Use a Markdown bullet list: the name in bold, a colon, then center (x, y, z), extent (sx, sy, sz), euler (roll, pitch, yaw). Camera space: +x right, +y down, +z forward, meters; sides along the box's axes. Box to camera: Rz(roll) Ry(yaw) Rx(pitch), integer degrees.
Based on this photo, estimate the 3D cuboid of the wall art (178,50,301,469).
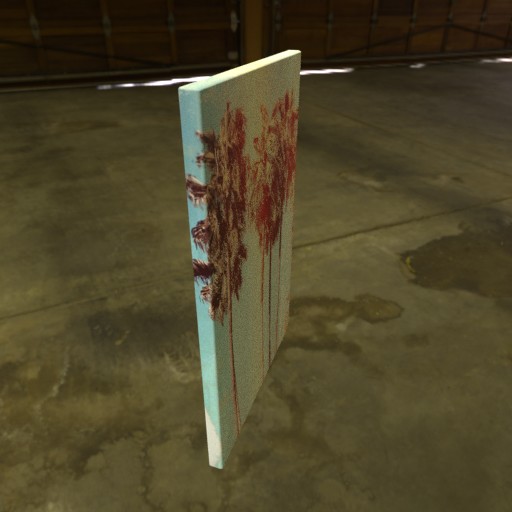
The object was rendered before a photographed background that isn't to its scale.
- **wall art**: center (0.000, 0.000, 1.143), extent (0.037, 0.915, 0.605), euler (10, 32, 17)
